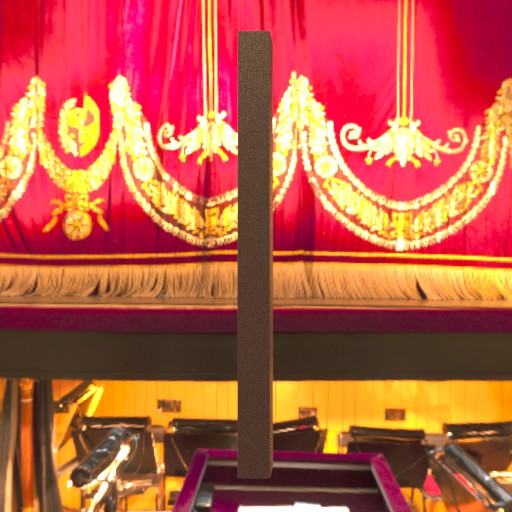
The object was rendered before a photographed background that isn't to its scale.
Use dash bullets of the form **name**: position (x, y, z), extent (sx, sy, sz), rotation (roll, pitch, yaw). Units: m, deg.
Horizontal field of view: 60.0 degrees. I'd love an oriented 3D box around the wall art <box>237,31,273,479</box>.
- **wall art**: position (0.000, 0.000, 0.519), extent (0.028, 0.349, 0.349), rotation (0, -1, 0)
